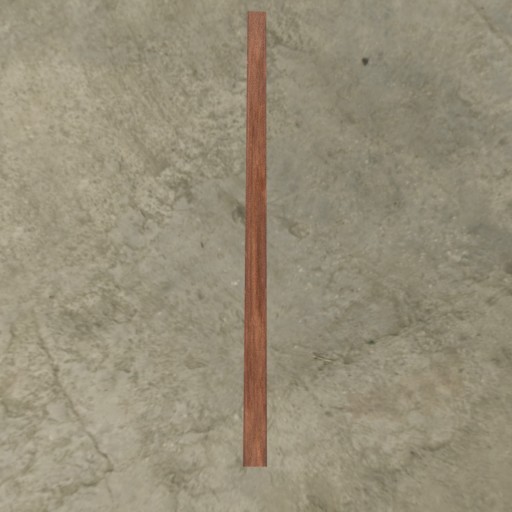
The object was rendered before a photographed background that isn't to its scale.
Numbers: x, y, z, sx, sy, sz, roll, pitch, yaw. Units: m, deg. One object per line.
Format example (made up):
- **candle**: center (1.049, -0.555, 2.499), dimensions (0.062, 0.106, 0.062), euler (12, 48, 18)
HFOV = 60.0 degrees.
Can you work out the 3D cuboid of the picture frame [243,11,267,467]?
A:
- **picture frame**: center (0.000, 0.000, 0.746), dimensions (0.025, 0.457, 0.559), euler (0, 76, 0)
